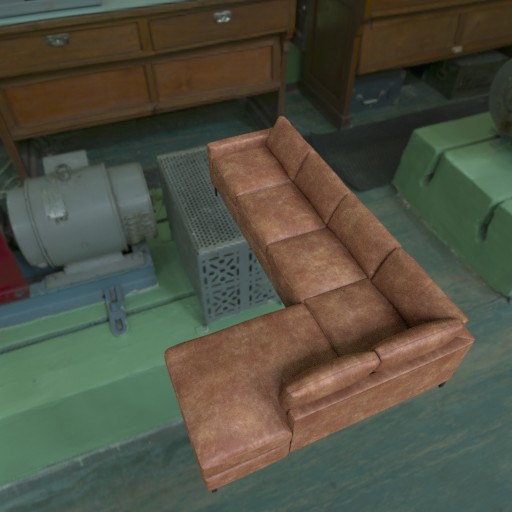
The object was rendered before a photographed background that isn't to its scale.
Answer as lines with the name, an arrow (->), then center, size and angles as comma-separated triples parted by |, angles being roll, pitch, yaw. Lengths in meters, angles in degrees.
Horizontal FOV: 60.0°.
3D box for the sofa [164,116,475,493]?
sofa -> 0.000, 0.000, 3.734 | 1.938, 0.877, 2.984 | -17, 49, -16
